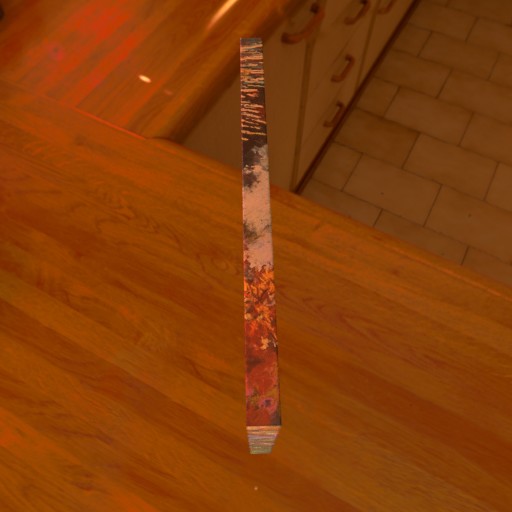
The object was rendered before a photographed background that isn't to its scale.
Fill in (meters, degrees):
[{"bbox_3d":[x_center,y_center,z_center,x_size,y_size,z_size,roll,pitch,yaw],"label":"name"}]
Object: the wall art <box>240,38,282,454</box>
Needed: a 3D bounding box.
[{"bbox_3d":[0.000,0.000,0.779,0.037,0.406,0.610,-1,62,-1],"label":"wall art"}]
